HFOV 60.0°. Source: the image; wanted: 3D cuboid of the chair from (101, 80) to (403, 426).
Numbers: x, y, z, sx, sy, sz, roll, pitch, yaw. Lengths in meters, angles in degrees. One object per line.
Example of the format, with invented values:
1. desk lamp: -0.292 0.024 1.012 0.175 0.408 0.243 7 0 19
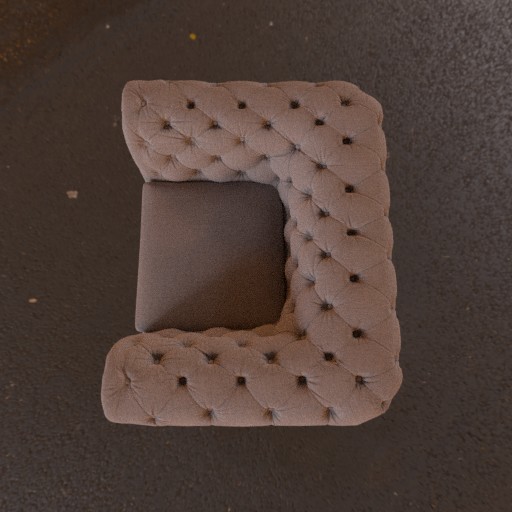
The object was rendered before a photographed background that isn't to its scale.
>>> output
1. chair: 0.000 0.000 1.850 0.976 0.770 1.270 0 77 0
